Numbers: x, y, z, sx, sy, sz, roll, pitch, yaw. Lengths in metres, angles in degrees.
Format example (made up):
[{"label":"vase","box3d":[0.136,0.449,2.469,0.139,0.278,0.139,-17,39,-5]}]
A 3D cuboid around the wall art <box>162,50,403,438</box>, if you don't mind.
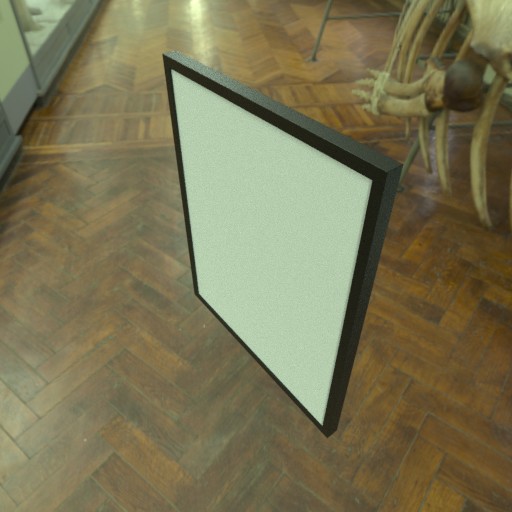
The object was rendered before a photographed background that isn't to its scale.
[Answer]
[{"label":"wall art","box3d":[0.000,0.000,0.544,0.018,0.397,0.325,-27,48,-27]}]
